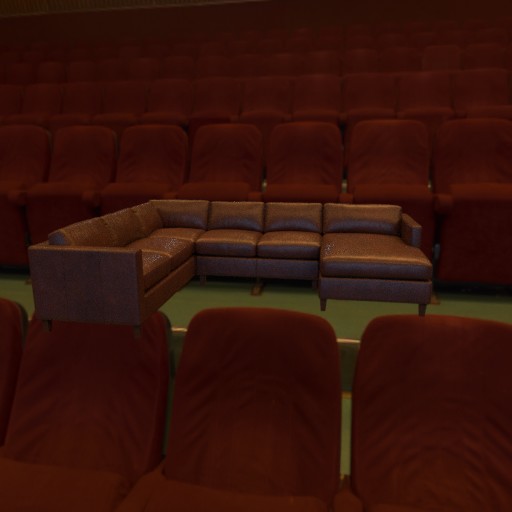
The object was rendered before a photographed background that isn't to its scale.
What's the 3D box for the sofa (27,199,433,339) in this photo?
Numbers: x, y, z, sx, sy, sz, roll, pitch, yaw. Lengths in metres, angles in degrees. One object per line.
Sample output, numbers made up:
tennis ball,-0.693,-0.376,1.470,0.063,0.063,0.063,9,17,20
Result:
sofa,0.000,0.000,4.521,3.324,0.891,2.452,2,14,9
